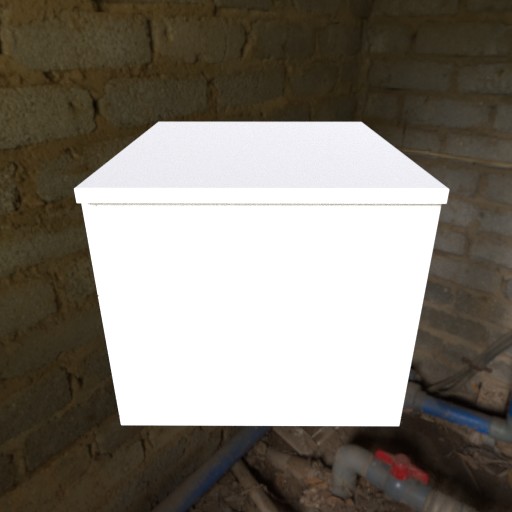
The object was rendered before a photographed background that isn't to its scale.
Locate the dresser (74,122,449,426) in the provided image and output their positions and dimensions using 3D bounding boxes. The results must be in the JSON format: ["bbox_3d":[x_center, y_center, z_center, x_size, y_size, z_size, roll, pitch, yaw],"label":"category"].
[{"bbox_3d":[0.000,0.000,0.727,0.400,0.360,0.430,0,26,0],"label":"dresser"}]
